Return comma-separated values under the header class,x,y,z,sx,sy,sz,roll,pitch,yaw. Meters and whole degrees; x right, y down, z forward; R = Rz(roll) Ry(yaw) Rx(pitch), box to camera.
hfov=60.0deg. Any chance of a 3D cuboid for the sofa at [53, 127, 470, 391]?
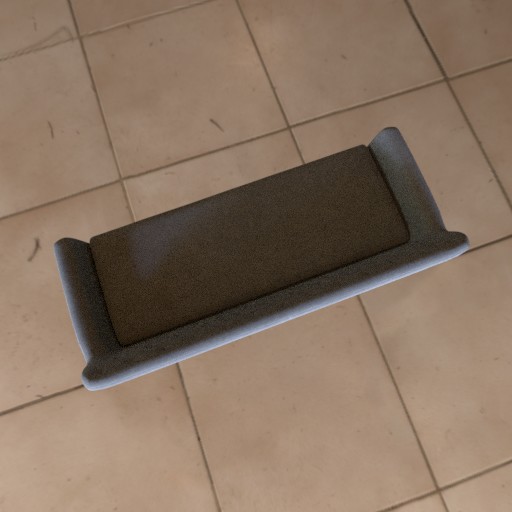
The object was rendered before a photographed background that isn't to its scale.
class,x,y,z,sx,sy,sz,roll,pitch,yaw
sofa,0.000,0.000,2.431,1.970,0.830,0.830,-20,76,-5
